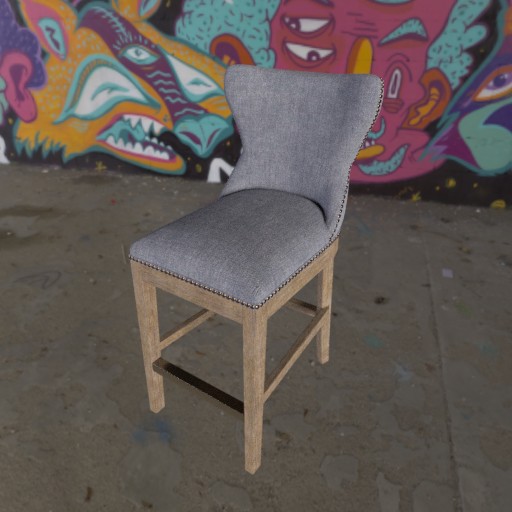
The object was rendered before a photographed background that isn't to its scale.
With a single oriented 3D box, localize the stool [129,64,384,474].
[{"bbox_3d":[0.000,0.000,1.301,0.498,0.981,0.608,18,34,30],"label":"stool"}]
